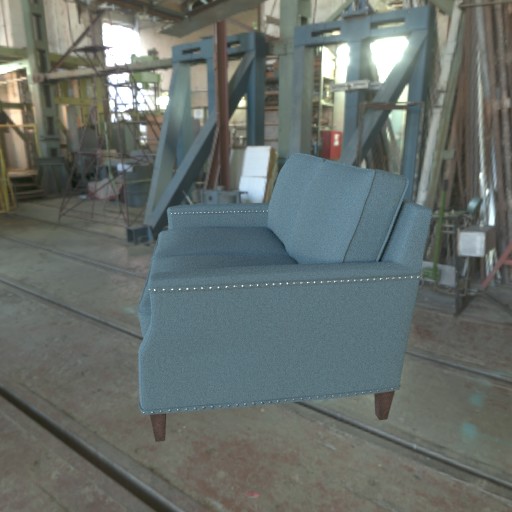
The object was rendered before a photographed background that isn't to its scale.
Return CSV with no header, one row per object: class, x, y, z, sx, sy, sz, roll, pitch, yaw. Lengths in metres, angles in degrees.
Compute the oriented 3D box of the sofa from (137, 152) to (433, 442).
sofa,0.000,0.000,2.309,1.084,1.003,1.597,-2,16,-8
